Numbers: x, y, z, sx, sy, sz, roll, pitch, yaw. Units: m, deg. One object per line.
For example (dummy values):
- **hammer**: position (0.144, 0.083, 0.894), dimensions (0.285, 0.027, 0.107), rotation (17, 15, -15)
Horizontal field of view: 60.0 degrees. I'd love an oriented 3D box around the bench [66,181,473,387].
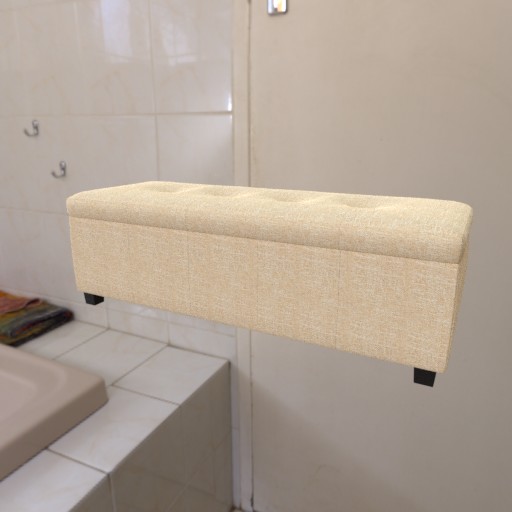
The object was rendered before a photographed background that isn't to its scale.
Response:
- **bench**: position (0.000, 0.000, 1.431), dimensions (1.219, 0.406, 0.432), rotation (8, 18, 26)
